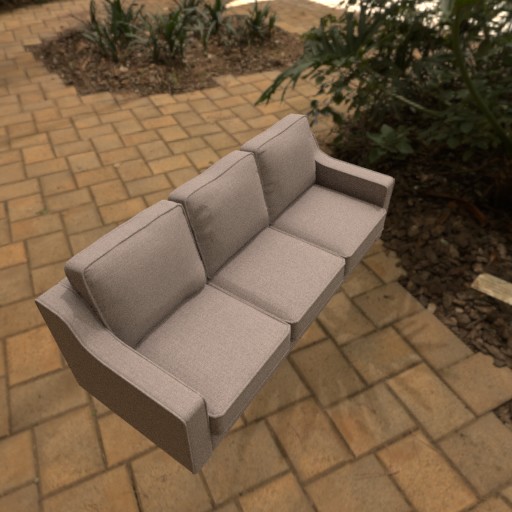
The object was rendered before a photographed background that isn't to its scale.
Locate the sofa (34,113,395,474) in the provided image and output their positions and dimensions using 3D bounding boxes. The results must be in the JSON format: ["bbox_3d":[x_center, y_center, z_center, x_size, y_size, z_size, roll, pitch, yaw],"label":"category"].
[{"bbox_3d":[0.000,0.000,2.587,0.899,0.950,2.129,25,47,25],"label":"sofa"}]
